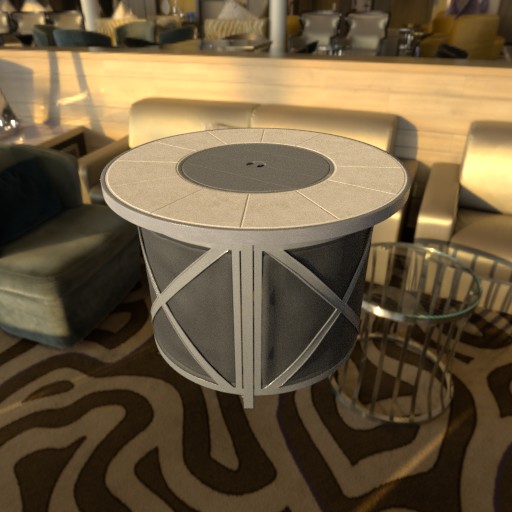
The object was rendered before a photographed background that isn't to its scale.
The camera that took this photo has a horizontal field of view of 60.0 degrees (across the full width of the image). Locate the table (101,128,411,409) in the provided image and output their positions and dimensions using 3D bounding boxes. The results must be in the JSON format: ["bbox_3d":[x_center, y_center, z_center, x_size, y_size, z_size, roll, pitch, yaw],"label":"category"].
[{"bbox_3d":[0.000,0.000,1.525,0.914,0.650,0.914,0,30,0],"label":"table"}]
